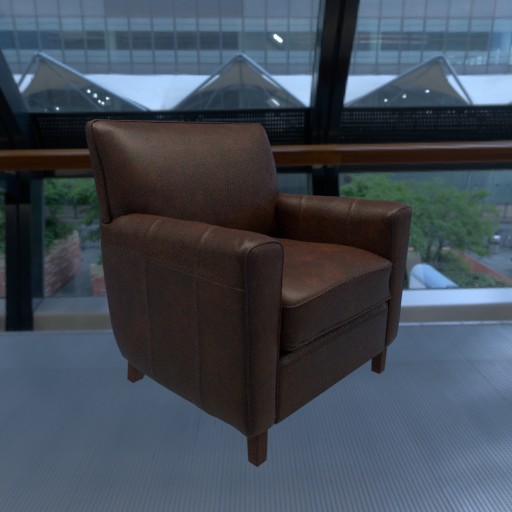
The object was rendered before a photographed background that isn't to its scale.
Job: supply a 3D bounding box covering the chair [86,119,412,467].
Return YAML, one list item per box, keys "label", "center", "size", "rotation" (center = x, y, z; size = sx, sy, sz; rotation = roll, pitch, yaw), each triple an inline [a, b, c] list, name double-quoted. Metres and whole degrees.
- label: "chair"
  center: [0.000, 0.000, 1.601]
  size: [0.823, 0.943, 0.870]
  rotation: [14, 21, 42]
